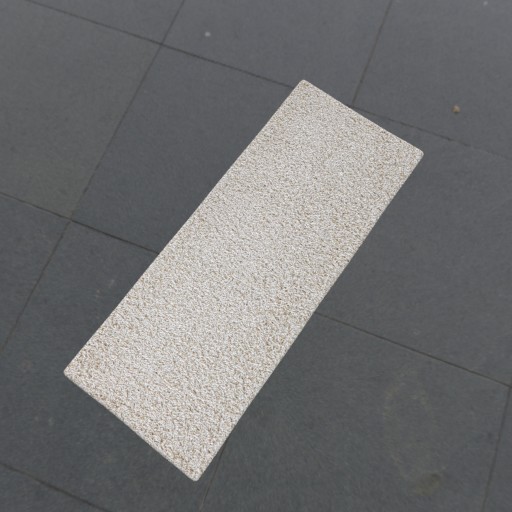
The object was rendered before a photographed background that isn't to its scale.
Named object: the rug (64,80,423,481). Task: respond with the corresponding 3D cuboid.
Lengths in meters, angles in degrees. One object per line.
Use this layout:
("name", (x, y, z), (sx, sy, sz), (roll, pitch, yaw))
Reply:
("rug", (0.000, 0.000, 1.711), (0.609, 0.030, 1.524), (35, 77, 9))
